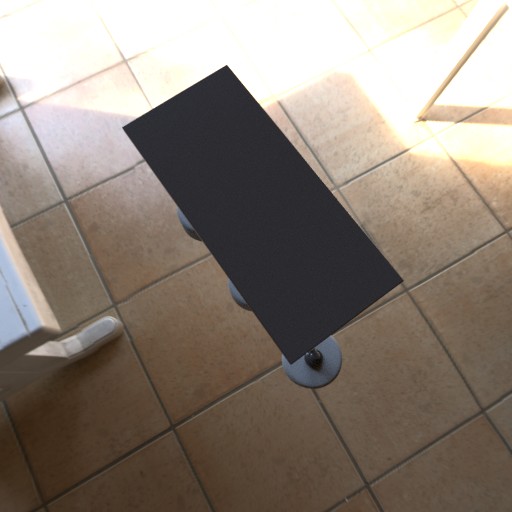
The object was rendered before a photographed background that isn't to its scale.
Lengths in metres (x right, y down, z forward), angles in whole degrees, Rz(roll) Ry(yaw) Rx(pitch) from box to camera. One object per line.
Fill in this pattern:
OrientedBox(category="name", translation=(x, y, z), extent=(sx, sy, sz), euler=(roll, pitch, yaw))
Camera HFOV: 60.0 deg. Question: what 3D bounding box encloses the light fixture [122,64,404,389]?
OrientedBox(category="light fixture", translation=(0.000, 0.000, 0.853), extent=(0.177, 0.557, 0.582), euler=(-34, 77, -9))
